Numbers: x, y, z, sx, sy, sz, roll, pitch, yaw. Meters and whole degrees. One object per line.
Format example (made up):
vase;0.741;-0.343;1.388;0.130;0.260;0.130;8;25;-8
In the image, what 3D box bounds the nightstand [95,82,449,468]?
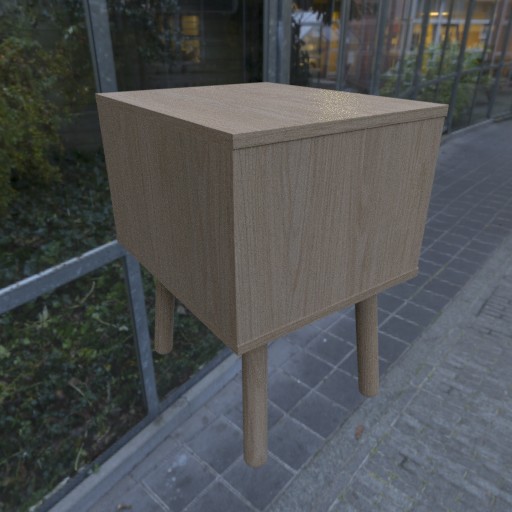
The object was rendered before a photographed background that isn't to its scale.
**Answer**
nightstand;0.000;0.000;0.848;0.380;0.571;0.450;-18;31;-31
